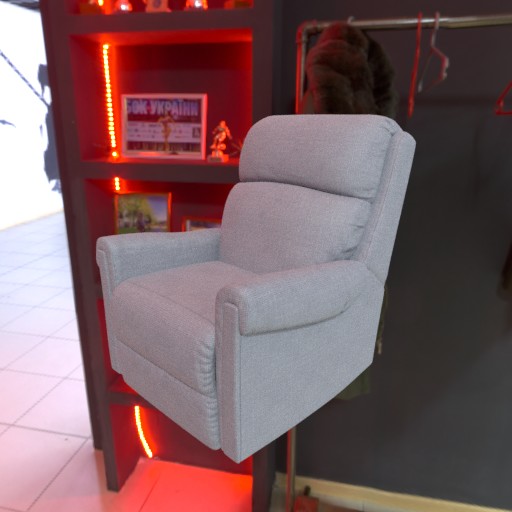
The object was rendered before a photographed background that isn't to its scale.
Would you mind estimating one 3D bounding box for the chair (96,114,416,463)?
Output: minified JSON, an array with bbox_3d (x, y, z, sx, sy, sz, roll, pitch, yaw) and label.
[{"bbox_3d":[0.000,0.000,1.727,0.838,1.054,1.014,16,23,42],"label":"chair"}]
